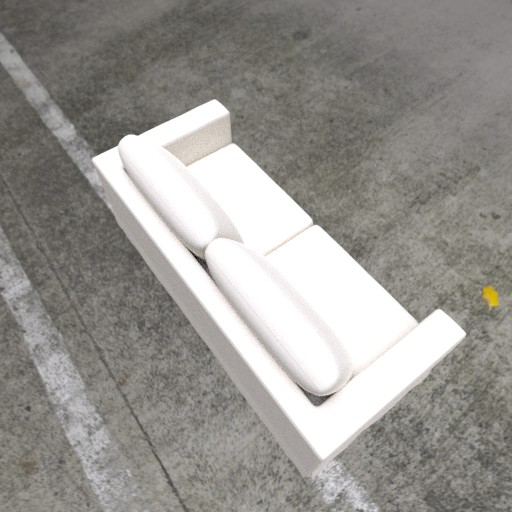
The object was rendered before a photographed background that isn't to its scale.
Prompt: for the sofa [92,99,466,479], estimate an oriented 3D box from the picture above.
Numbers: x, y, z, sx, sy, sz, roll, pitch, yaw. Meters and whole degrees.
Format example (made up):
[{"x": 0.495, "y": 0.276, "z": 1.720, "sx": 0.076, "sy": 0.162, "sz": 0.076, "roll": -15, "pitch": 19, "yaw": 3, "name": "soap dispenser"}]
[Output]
[{"x": 0.000, "y": 0.000, "z": 2.593, "sx": 0.954, "sy": 0.881, "sz": 2.163, "roll": -33, "pitch": 64, "yaw": -19, "name": "sofa"}]
